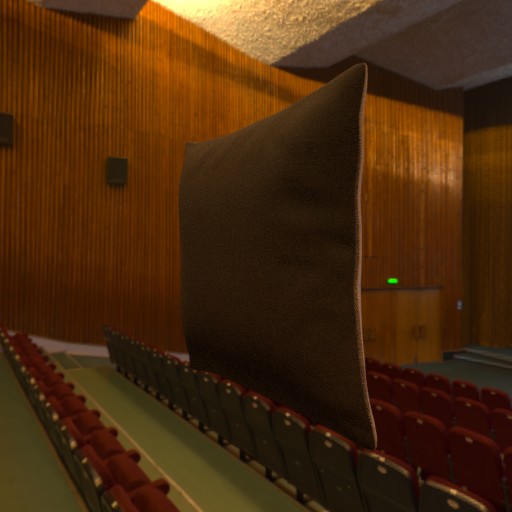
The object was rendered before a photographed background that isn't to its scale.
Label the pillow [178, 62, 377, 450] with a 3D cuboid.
[{"bbox_3d":[0.000,0.000,0.783,0.166,0.506,0.523,0,0,-35],"label":"pillow"}]
